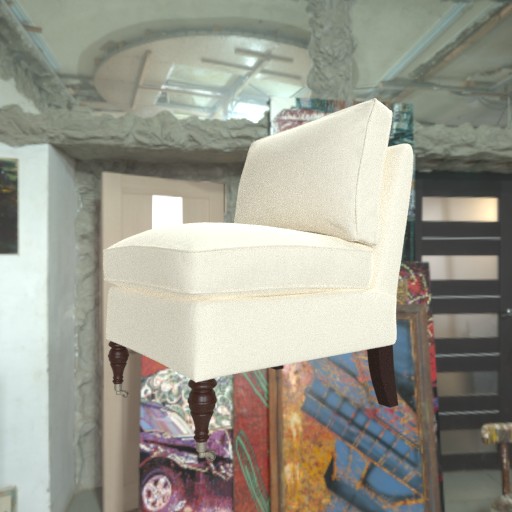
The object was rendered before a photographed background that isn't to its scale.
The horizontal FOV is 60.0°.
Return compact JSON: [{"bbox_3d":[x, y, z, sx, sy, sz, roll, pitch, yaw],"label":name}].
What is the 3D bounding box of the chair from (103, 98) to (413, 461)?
[{"bbox_3d":[0.000,0.000,1.357,0.781,0.887,0.630,0,0,-36],"label":"chair"}]
